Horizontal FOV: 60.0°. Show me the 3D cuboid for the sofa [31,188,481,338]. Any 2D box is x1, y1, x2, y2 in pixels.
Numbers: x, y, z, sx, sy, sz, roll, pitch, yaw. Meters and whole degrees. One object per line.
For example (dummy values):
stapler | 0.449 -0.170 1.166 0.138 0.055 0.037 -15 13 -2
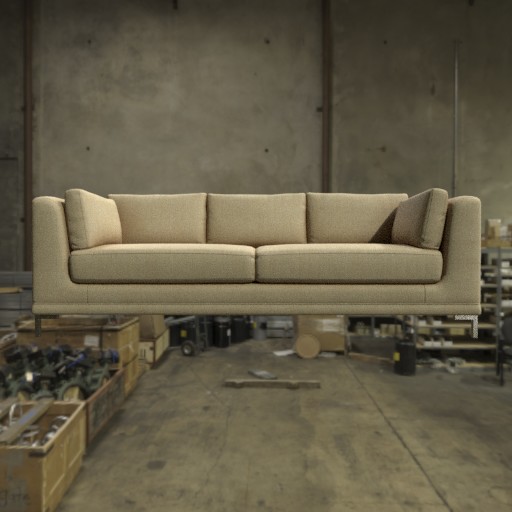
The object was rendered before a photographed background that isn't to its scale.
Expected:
sofa | 0.000 0.000 2.831 2.415 0.867 0.969 0 1 1
